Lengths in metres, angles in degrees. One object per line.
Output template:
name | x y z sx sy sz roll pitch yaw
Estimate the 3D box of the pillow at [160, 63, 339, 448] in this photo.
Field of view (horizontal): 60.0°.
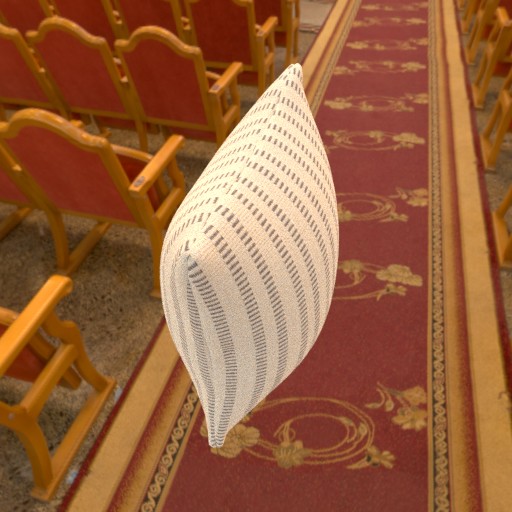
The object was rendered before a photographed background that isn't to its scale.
pillow | 0.000 0.000 0.673 0.247 0.419 0.438 12 47 11
